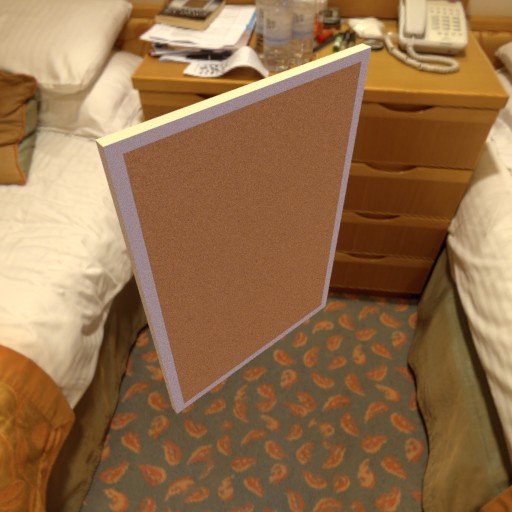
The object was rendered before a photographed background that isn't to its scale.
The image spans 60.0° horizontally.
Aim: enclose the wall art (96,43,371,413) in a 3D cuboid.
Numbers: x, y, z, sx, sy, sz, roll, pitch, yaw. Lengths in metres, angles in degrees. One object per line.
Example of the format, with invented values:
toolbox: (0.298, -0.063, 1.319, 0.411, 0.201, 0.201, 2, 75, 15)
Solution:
wall art: (0.000, 0.000, 0.550, 0.303, 0.433, 0.013, -31, 53, -27)
